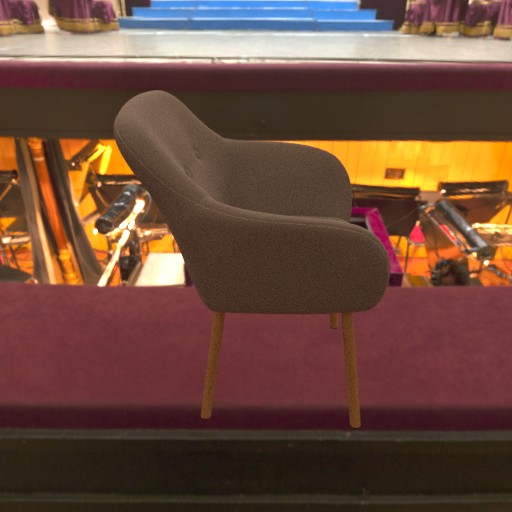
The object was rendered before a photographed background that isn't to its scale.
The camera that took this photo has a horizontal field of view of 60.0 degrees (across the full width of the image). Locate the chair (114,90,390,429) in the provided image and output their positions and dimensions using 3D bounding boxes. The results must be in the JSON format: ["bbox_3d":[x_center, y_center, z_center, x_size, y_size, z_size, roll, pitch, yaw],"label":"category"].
[{"bbox_3d":[0.000,0.000,1.218,0.590,0.830,0.570,0,30,1],"label":"chair"}]
